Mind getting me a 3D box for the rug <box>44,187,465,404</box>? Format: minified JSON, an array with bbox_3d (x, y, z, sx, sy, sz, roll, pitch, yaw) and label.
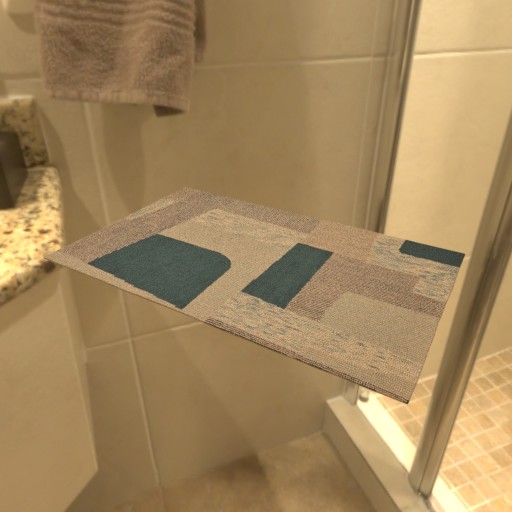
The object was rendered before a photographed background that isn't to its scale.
[{"bbox_3d":[0.000,0.000,3.009,2.436,0.015,1.521,17,34,26],"label":"rug"}]
